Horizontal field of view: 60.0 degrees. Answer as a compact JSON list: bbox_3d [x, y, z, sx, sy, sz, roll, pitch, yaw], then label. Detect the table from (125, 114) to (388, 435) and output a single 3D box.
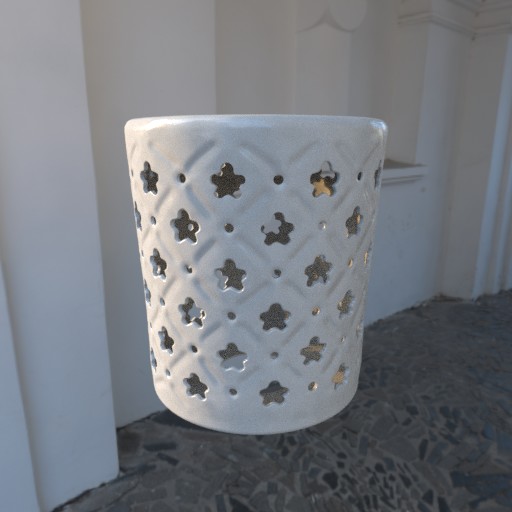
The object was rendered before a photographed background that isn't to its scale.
[{"bbox_3d":[0.000,0.000,0.657,0.352,0.387,0.352,0,14,0],"label":"table"}]
